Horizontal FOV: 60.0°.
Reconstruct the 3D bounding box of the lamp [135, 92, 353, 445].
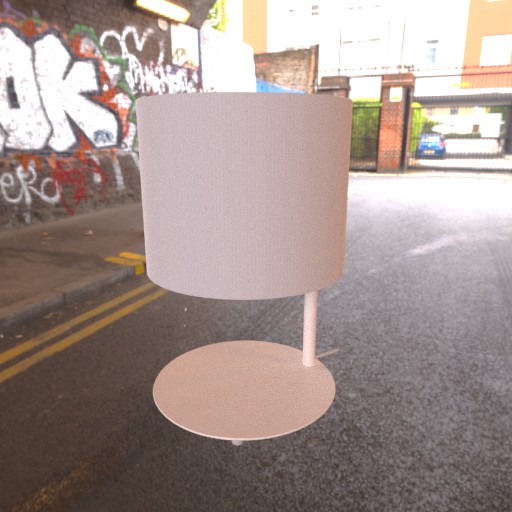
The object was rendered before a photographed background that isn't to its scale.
[{"bbox_3d":[0.000,0.000,0.693,0.341,0.454,0.299,-7,17,-25],"label":"lamp"}]
